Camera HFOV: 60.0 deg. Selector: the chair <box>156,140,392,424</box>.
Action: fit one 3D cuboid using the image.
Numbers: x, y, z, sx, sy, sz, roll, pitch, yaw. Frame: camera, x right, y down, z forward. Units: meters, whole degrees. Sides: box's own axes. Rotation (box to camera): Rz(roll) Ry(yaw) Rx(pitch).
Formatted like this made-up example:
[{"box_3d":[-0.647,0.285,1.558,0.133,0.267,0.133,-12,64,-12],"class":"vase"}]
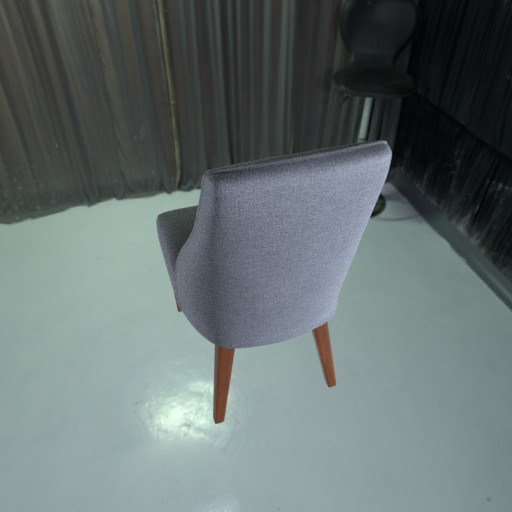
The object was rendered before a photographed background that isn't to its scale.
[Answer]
[{"box_3d":[0.000,0.000,1.300,0.500,0.930,0.620,-13,43,-14],"class":"chair"}]
